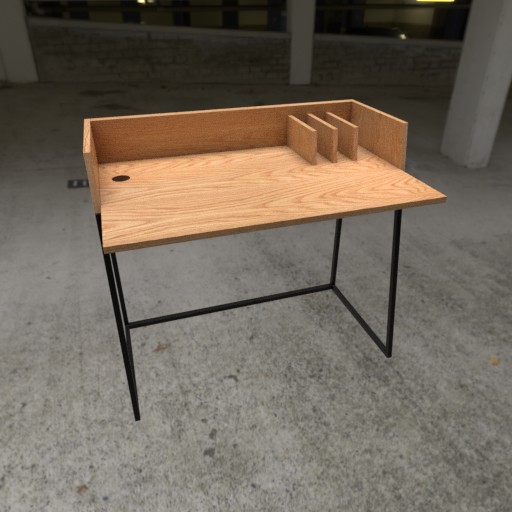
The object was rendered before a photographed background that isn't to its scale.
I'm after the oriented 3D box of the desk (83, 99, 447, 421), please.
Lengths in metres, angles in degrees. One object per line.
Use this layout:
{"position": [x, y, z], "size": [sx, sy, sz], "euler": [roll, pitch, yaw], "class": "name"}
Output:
{"position": [0.000, 0.000, 1.885], "size": [1.191, 1.061, 0.769], "euler": [-9, 32, -15], "class": "desk"}
